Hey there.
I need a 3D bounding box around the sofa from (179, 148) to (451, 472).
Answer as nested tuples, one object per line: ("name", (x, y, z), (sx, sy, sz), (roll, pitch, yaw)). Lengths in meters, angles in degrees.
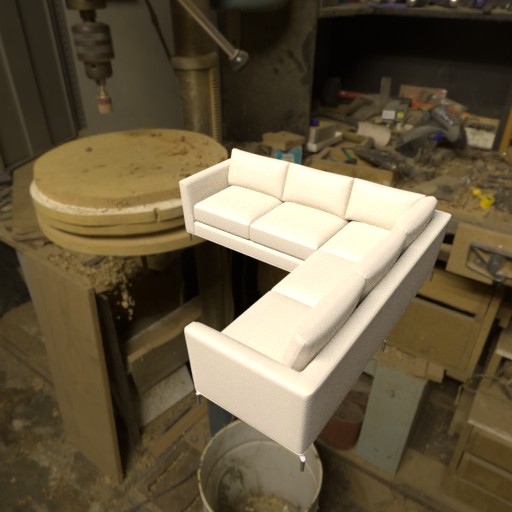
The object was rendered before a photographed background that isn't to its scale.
("sofa", (0.000, 0.000, 3.723), (2.430, 0.867, 2.448), (21, 38, 30))
